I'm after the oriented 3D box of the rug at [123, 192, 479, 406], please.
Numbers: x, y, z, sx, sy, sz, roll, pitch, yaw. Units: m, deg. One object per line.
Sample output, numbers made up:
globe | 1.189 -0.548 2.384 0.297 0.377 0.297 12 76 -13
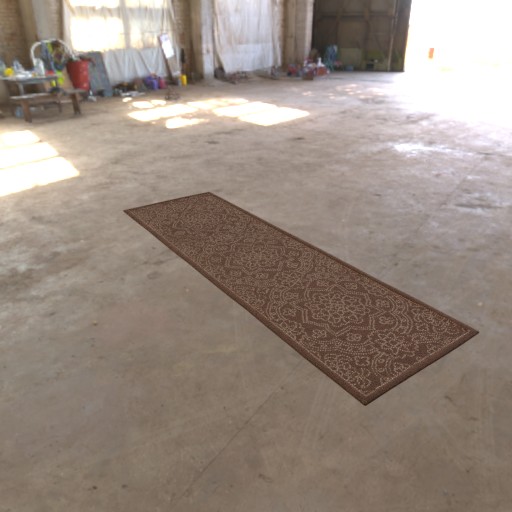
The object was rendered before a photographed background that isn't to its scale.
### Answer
rug | 0.000 0.000 2.711 0.769 0.012 2.448 -18 32 -31
